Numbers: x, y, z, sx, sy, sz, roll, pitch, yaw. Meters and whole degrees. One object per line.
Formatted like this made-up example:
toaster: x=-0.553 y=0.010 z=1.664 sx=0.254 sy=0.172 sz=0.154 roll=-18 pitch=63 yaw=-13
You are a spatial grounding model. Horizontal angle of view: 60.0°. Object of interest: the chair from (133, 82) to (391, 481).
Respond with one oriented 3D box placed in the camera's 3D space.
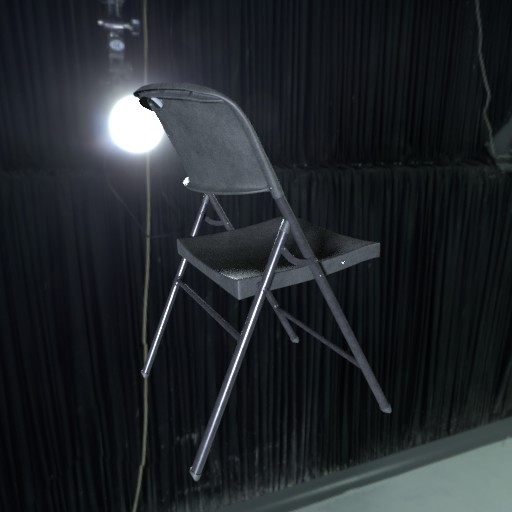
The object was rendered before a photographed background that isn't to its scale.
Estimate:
chair: x=0.000 y=0.000 z=1.160 sx=0.566 sy=0.810 sz=0.494 roll=-7 pitch=17 yaw=-26
